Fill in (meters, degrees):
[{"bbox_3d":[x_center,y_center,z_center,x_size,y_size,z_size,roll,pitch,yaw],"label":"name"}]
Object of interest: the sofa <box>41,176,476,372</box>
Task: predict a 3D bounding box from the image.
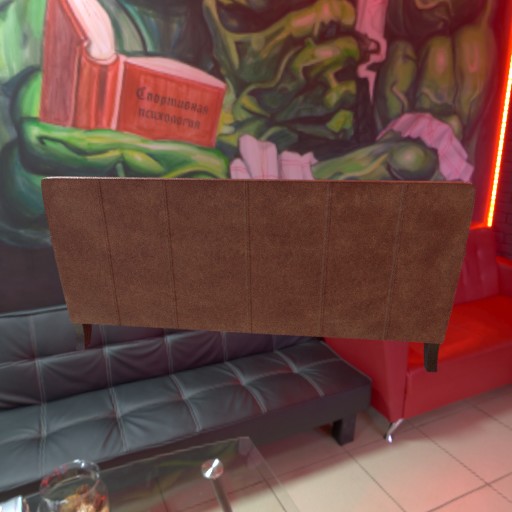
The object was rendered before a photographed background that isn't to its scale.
[{"bbox_3d":[0.000,0.000,2.546,2.053,0.947,0.805,2,15,7],"label":"sofa"}]
